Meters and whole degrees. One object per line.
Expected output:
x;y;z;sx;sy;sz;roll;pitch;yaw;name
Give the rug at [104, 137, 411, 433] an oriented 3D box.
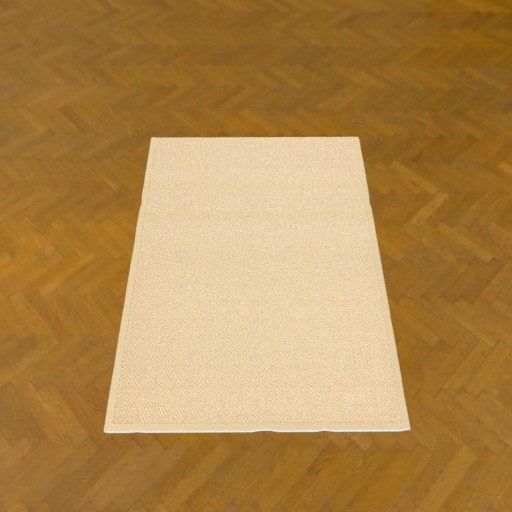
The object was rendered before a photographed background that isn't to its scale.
0.000;0.000;4.883;2.734;0.037;3.659;0;59;0;rug
